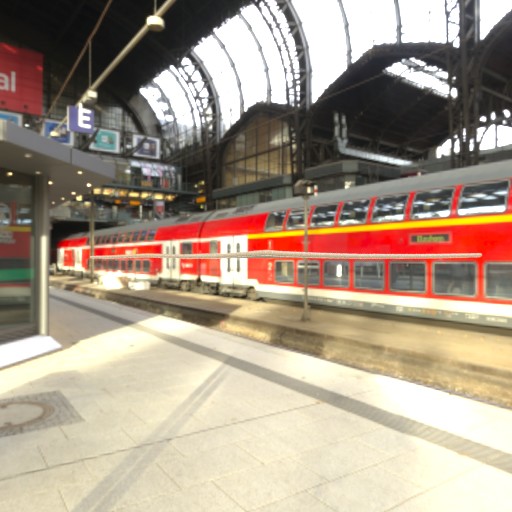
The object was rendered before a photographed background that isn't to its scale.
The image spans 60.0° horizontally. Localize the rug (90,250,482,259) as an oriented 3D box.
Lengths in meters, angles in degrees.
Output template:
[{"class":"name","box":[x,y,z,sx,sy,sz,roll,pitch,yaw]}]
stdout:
[{"class":"rug","box":[0.000,0.000,2.405,1.252,0.034,1.829,0,0,-36]}]
